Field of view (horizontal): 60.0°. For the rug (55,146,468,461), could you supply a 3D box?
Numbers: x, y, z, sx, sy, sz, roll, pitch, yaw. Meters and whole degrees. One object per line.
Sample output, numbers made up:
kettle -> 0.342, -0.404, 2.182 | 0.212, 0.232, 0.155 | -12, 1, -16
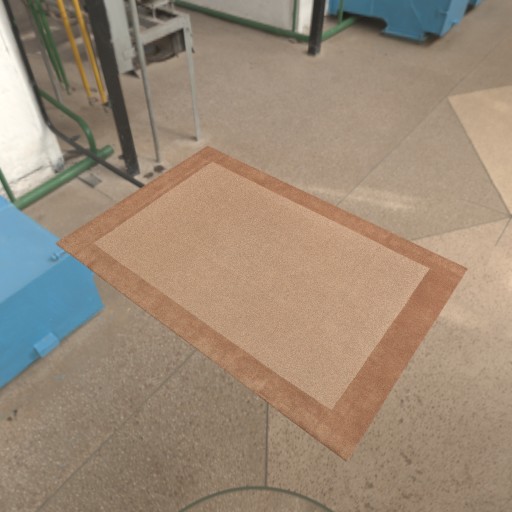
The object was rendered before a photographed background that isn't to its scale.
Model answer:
rug -> 0.000, 0.000, 2.354 | 1.829, 0.014, 1.219 | 30, 54, 25
